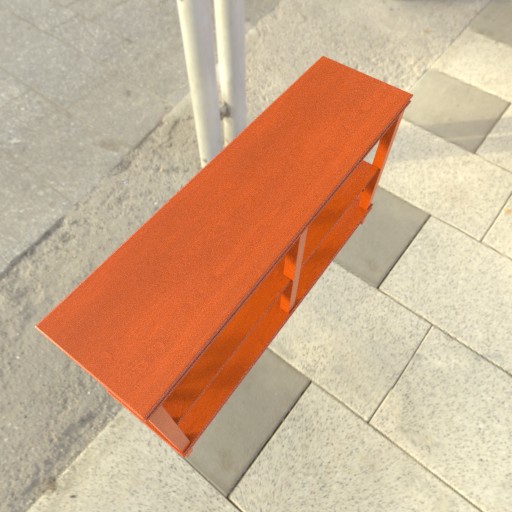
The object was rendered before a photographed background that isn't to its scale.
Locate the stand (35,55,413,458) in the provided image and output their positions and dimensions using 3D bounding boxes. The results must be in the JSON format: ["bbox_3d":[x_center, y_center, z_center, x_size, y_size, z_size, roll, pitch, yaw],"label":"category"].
[{"bbox_3d":[0.000,0.000,1.670,0.381,0.762,1.372,32,64,18],"label":"stand"}]
